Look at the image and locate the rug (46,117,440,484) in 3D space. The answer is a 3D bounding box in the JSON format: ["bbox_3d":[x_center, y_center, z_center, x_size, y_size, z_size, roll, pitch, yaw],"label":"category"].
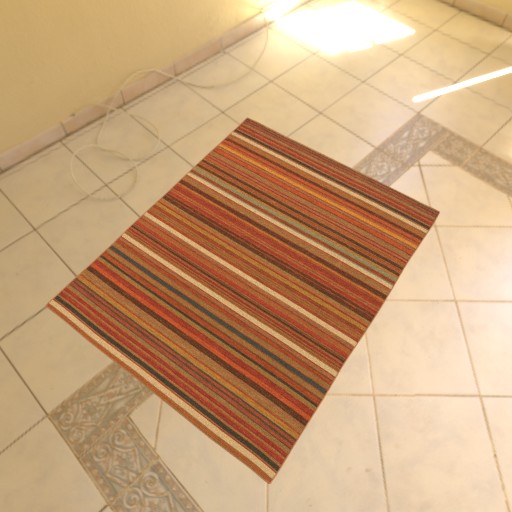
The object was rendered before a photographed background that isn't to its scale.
[{"bbox_3d":[0.000,0.000,4.271,2.479,0.023,3.092,31,63,18],"label":"rug"}]
